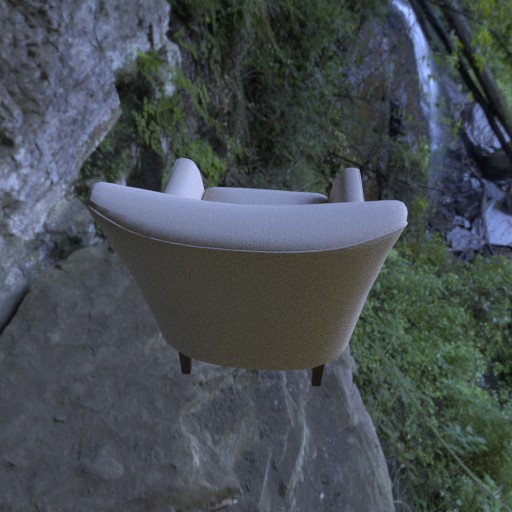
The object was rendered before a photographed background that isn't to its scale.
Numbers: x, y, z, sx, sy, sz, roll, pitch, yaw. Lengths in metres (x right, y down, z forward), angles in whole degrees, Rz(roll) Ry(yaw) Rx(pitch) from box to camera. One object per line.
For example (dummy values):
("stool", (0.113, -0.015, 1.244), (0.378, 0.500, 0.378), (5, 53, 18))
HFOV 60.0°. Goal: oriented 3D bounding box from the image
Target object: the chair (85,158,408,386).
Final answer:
("chair", (0.000, 0.000, 1.534), (0.756, 0.916, 0.879), (4, 44, 4))
